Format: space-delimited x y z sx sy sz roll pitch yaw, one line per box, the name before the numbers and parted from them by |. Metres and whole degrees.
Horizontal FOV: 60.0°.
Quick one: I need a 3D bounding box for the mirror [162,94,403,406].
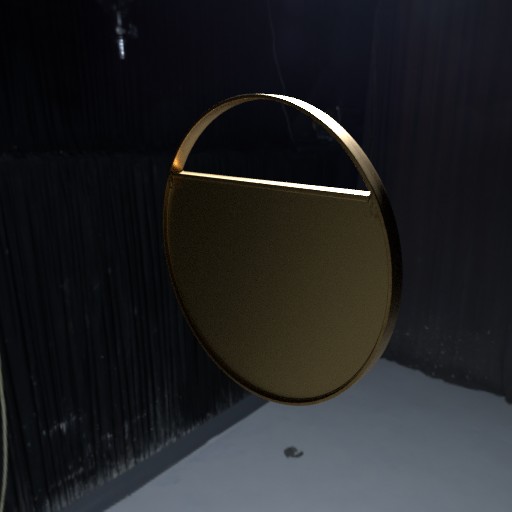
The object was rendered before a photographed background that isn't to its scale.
mirror | 0.000 0.000 0.824 0.565 0.565 0.032 15 22 42
